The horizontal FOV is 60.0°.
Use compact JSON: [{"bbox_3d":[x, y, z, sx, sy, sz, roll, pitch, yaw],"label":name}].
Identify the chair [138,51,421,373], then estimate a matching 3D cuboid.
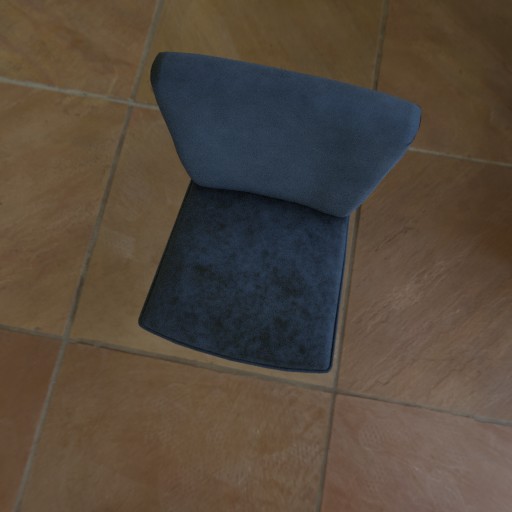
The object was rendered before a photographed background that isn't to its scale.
[{"bbox_3d":[0.000,0.000,1.164,0.521,0.806,0.551,13,76,3],"label":"chair"}]
